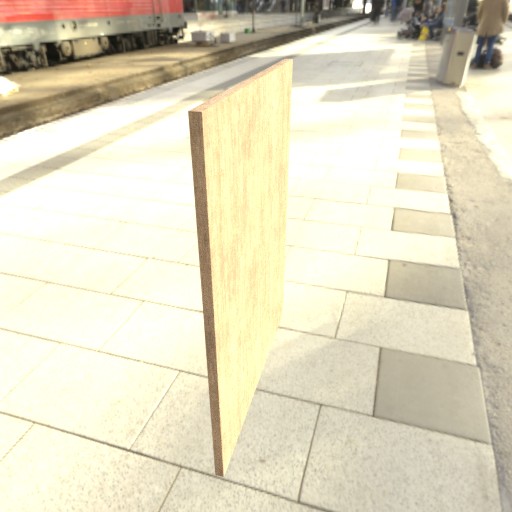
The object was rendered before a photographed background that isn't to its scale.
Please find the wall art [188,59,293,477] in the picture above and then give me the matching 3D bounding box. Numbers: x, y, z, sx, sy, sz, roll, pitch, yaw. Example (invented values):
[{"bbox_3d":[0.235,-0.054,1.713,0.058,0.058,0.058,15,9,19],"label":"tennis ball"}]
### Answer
[{"bbox_3d":[0.000,0.000,0.908,0.018,0.686,0.534,8,31,13],"label":"wall art"}]
